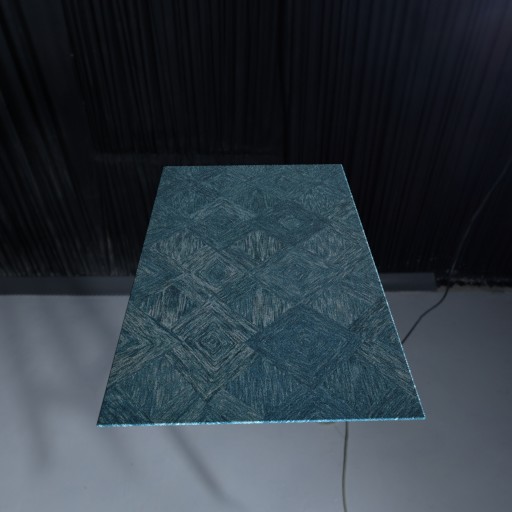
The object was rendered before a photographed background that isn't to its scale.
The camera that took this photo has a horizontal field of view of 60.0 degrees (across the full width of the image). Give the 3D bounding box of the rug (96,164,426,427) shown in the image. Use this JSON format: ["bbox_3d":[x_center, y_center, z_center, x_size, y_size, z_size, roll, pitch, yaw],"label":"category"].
[{"bbox_3d":[0.000,0.000,2.854,1.490,0.015,2.277,-1,41,-1],"label":"rug"}]
